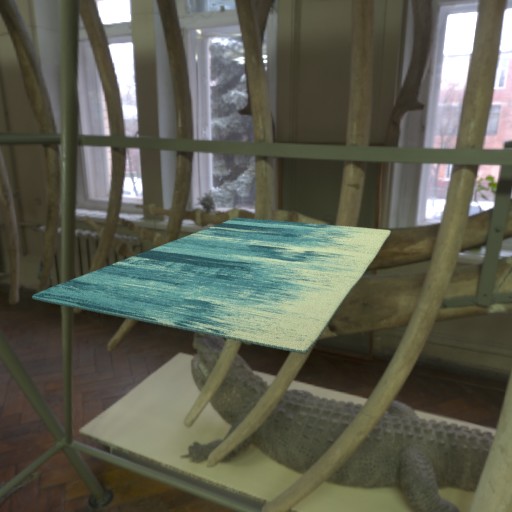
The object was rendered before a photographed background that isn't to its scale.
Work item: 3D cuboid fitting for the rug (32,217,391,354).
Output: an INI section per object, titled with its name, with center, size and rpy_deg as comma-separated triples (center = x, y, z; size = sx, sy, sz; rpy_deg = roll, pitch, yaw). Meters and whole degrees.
[rug]
center = 0.000, 0.000, 3.111
size = 1.540, 0.027, 2.450
rpy_deg = 7, 17, 23
